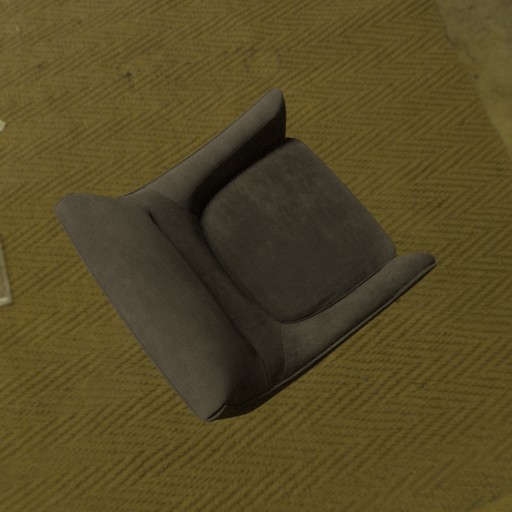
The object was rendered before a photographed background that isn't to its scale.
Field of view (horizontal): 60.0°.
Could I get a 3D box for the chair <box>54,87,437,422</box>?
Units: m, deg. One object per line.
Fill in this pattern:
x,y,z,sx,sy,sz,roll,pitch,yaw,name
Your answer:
0.000,0.000,1.425,0.787,0.838,0.762,-37,77,-10,chair
